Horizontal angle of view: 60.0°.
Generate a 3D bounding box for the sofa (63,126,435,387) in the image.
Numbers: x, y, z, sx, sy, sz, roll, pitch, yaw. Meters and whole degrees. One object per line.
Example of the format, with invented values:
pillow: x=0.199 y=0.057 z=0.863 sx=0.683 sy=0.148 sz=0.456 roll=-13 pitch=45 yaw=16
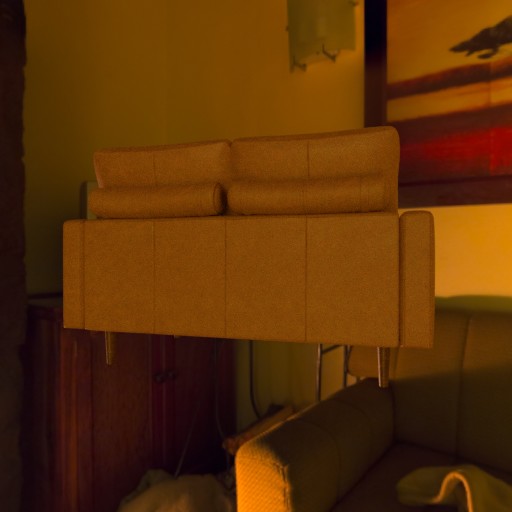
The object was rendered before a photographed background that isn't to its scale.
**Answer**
sofa: x=0.000 y=0.000 z=1.966 sx=1.430 sy=0.898 sz=0.868 roll=0 pitch=0 yaw=17
